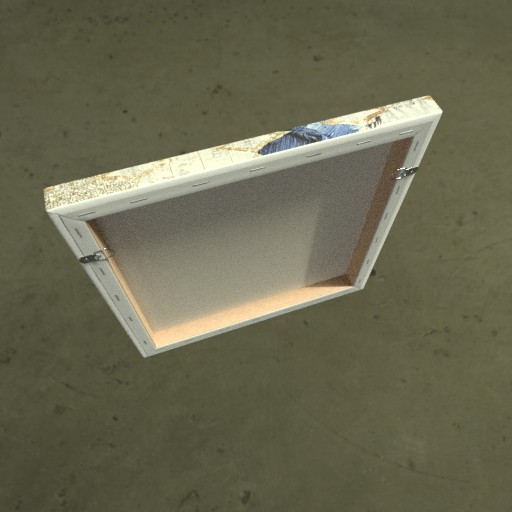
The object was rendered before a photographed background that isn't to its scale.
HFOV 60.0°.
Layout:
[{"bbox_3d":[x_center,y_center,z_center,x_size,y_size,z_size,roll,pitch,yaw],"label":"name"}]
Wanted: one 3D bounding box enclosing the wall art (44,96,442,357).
[{"bbox_3d":[0.000,0.000,0.759,0.507,0.508,0.038,-16,60,-10],"label":"wall art"}]
